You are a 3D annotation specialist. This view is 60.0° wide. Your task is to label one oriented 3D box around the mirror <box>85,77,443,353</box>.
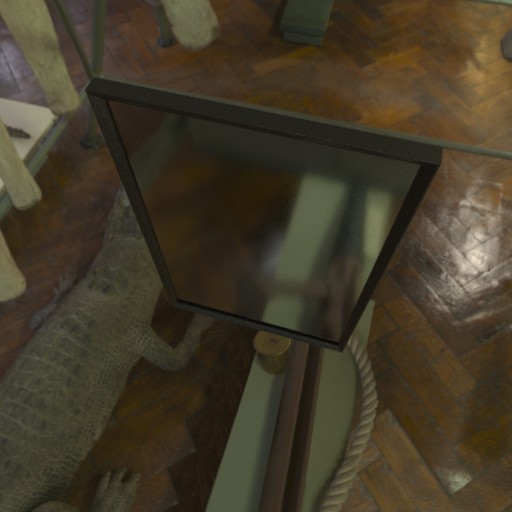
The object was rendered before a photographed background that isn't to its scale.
[{"bbox_3d":[0.000,0.000,1.132,0.609,0.915,0.041,14,60,8],"label":"mirror"}]
